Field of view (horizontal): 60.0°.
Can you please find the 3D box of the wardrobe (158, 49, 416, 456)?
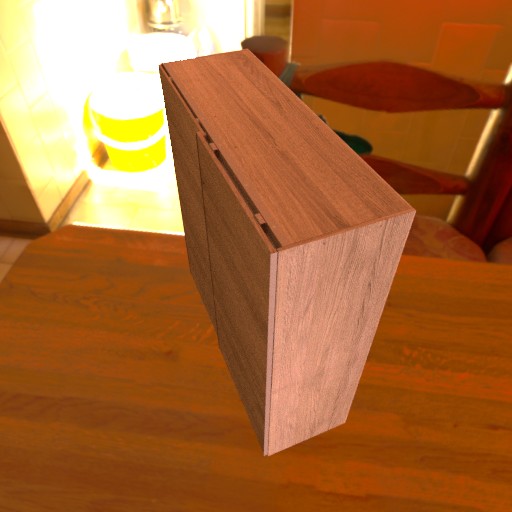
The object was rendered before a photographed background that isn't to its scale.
[{"bbox_3d":[0.000,0.000,2.936,0.629,1.960,1.780,-17,48,-16],"label":"wardrobe"}]
